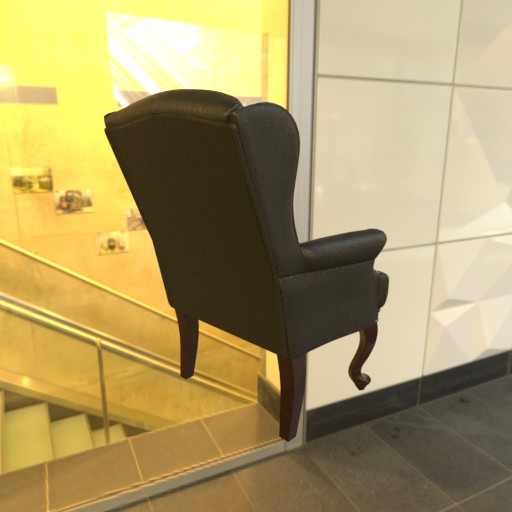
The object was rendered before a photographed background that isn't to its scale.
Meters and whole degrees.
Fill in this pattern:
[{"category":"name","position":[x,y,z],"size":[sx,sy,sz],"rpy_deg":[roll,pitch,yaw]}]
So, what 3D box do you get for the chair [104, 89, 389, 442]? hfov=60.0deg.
[{"category":"chair","position":[0.000,0.000,1.668],"size":[0.831,1.133,0.822],"rpy_deg":[14,20,43]}]
